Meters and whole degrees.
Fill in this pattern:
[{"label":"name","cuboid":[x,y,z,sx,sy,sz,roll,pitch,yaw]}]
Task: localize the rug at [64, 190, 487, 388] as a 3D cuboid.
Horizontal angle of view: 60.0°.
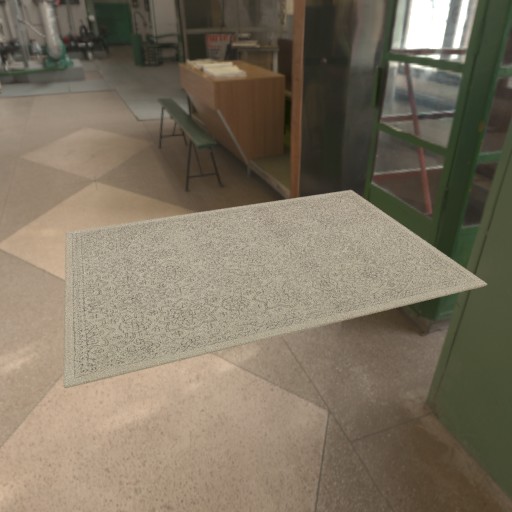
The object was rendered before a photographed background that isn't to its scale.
[{"label":"rug","cuboid":[0.000,0.000,2.263,1.829,0.010,1.219,-10,32,-17]}]
